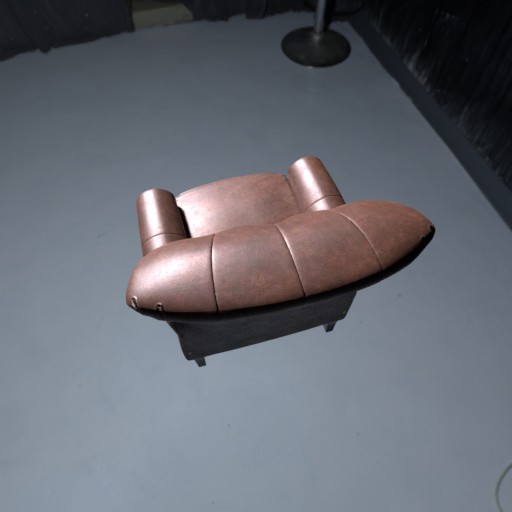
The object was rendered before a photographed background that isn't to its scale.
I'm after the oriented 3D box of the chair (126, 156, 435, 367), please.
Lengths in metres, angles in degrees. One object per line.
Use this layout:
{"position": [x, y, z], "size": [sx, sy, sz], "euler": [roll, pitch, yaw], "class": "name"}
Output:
{"position": [0.000, 0.000, 1.949], "size": [0.979, 1.162, 1.031], "euler": [-14, 58, -8], "class": "chair"}
